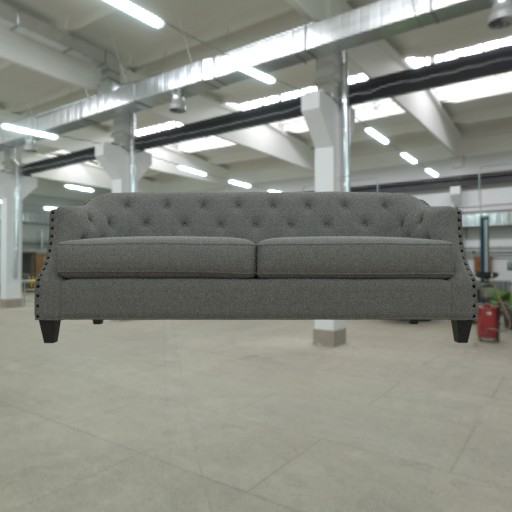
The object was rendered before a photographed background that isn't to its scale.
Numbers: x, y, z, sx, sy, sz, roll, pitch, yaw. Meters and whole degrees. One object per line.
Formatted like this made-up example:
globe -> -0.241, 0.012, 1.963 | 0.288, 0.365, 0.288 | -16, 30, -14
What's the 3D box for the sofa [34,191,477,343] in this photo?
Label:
sofa -> 0.000, 0.000, 2.667 | 2.235, 0.901, 0.914 | 0, -1, 0
